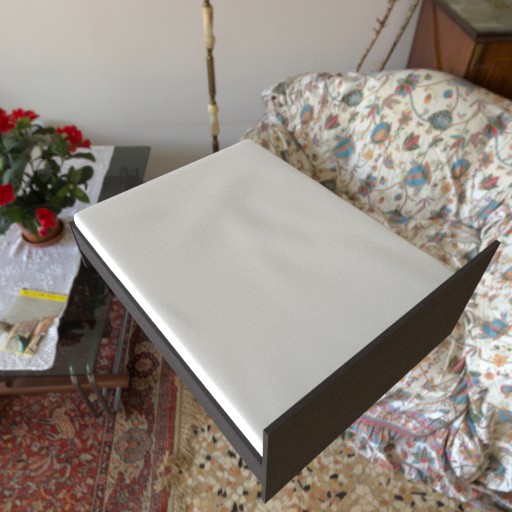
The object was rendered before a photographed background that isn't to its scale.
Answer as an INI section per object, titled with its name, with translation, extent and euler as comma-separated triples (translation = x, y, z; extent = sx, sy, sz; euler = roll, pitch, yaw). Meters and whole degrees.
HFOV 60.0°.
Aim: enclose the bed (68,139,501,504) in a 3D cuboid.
[bed]
translation = 0.000, 0.000, 2.792
extent = 1.585, 0.823, 2.073
euler = -30, 53, -26
